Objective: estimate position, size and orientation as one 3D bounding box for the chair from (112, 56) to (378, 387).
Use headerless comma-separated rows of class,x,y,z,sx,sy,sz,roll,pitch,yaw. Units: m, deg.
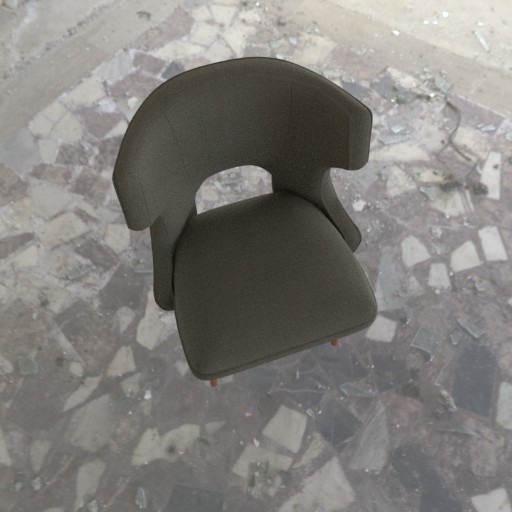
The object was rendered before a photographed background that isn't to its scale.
chair,0.000,0.000,1.251,0.595,0.863,0.581,-17,65,-8
